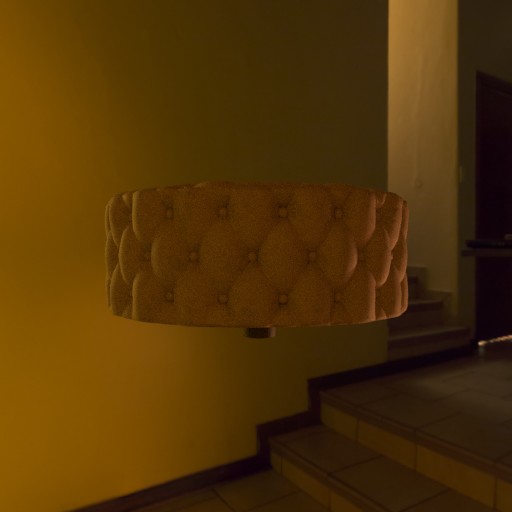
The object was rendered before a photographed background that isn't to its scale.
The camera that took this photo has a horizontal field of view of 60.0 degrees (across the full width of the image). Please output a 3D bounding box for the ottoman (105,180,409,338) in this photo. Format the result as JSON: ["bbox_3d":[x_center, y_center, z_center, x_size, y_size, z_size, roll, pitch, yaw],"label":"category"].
[{"bbox_3d":[0.000,0.000,1.525,0.998,0.399,0.998,0,1,0],"label":"ottoman"}]
